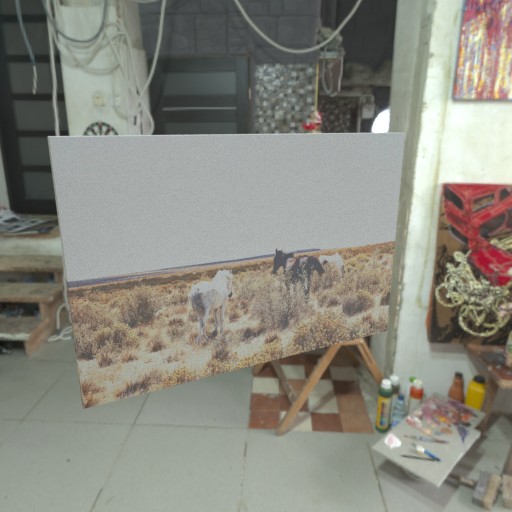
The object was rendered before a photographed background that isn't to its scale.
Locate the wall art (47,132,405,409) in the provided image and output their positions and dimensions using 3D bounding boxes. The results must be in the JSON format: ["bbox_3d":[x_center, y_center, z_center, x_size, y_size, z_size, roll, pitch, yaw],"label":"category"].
[{"bbox_3d":[0.000,0.000,1.437,1.138,0.761,0.051,-8,18,-25],"label":"wall art"}]
